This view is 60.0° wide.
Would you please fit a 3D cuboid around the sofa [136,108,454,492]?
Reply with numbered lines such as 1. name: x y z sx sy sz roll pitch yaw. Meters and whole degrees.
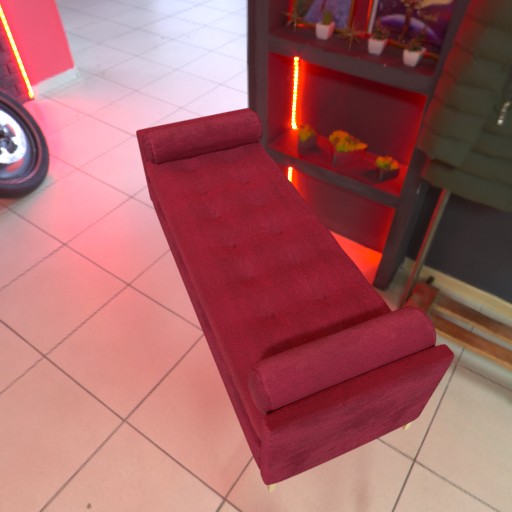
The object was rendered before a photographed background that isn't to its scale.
1. sofa: 0.000 0.000 2.430 0.796 0.705 2.102 -17 48 -16
